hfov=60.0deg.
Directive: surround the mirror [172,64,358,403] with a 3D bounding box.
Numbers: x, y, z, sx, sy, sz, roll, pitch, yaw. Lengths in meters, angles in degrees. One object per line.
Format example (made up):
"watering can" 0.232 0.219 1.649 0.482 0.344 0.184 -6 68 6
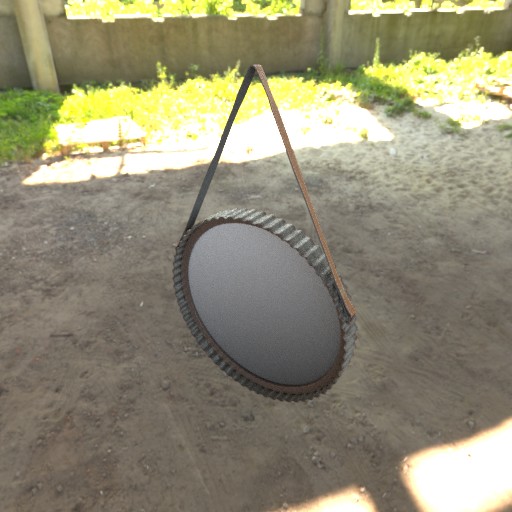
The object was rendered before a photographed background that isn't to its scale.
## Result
"mirror" 0.000 0.000 0.711 0.355 0.568 0.042 19 35 30
